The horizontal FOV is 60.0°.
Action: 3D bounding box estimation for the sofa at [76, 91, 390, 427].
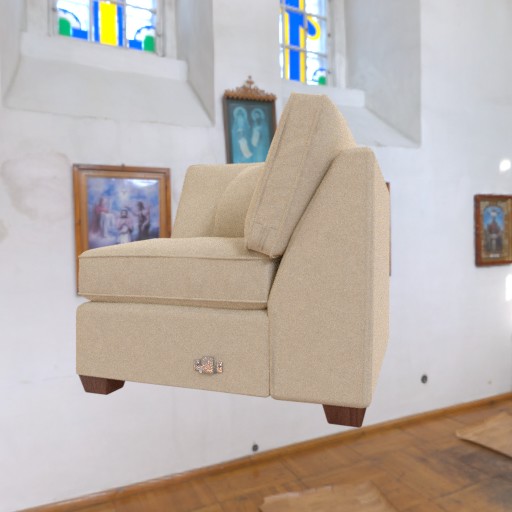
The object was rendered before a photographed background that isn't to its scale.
[{"bbox_3d":[0.000,0.000,1.944,1.084,1.002,1.146,0,1,19],"label":"sofa"}]
